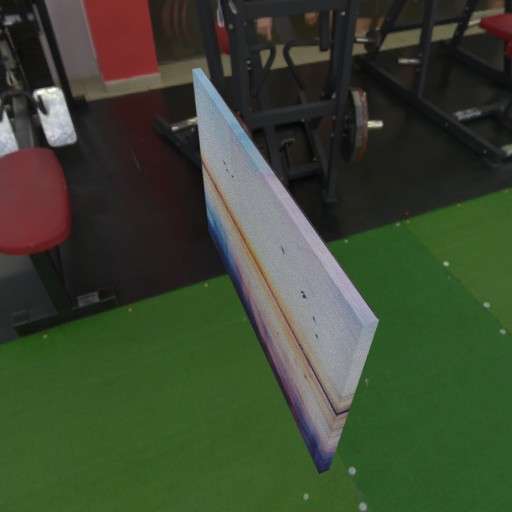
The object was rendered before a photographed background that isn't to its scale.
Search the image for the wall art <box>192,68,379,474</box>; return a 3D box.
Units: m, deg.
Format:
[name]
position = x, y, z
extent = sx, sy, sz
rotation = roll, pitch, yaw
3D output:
[wall art]
position = 0.000, 0.000, 1.421
extent = 0.034, 0.756, 1.137
rotation = -15, 48, -14
